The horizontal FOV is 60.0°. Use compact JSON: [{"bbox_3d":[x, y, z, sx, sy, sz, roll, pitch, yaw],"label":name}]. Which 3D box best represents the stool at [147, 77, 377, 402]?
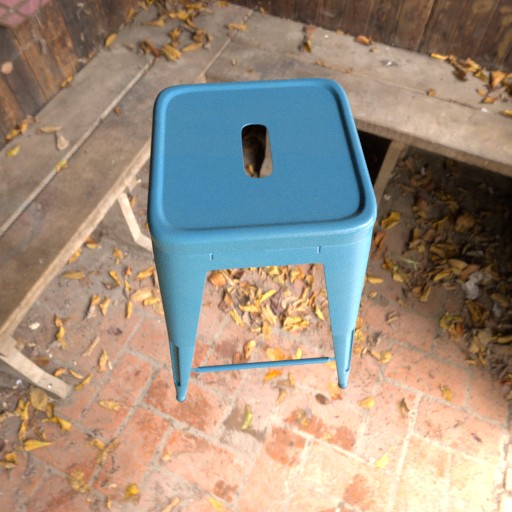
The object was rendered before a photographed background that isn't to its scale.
[{"bbox_3d":[0.000,0.000,0.899,0.410,0.608,0.410,-4,59,-2],"label":"stool"}]
